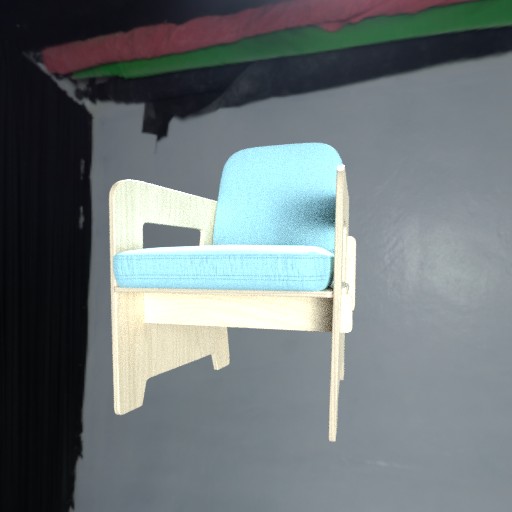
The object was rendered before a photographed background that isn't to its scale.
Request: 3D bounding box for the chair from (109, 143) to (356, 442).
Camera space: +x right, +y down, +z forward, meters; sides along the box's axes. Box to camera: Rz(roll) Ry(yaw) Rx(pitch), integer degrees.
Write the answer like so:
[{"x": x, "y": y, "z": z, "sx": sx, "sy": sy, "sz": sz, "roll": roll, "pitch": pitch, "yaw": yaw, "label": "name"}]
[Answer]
[{"x": 0.000, "y": 0.000, "z": 1.299, "sx": 0.590, "sy": 0.800, "sz": 0.710, "roll": 0, "pitch": -1, "yaw": 18, "label": "chair"}]
